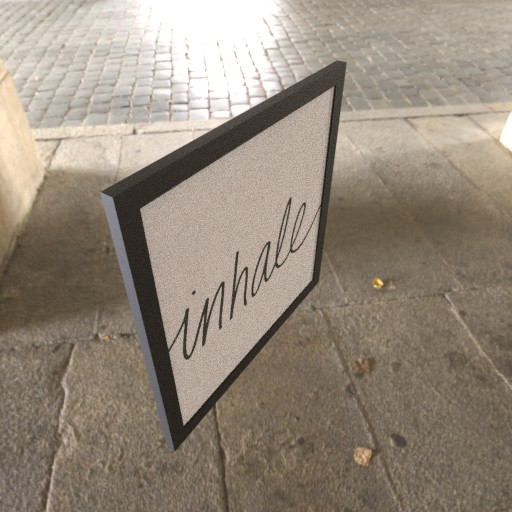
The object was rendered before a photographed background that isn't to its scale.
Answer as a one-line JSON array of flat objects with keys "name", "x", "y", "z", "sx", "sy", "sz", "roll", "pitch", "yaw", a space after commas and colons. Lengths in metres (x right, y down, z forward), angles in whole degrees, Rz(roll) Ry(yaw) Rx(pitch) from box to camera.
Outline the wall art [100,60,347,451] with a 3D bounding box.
[{"name": "wall art", "x": 0.000, "y": 0.000, "z": 0.526, "sx": 0.013, "sy": 0.356, "sz": 0.356, "roll": 24, "pitch": 46, "yaw": 26}]
